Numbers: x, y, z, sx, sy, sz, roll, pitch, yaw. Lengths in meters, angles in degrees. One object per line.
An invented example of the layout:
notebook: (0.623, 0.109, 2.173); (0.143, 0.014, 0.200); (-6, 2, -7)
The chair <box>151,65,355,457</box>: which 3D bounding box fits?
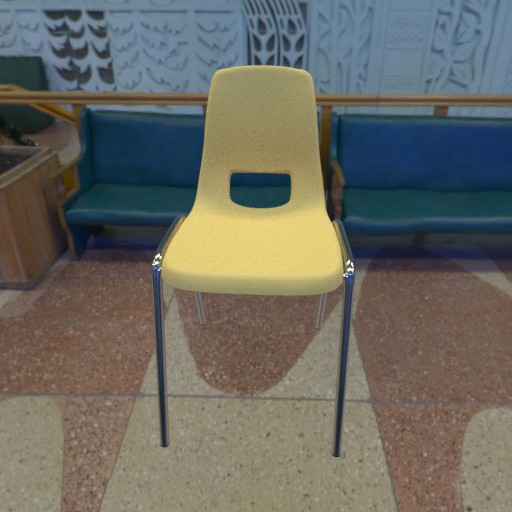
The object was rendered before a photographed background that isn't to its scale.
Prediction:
chair: (0.000, 0.000, 0.941); (0.381, 0.704, 0.436); (2, 29, 3)
